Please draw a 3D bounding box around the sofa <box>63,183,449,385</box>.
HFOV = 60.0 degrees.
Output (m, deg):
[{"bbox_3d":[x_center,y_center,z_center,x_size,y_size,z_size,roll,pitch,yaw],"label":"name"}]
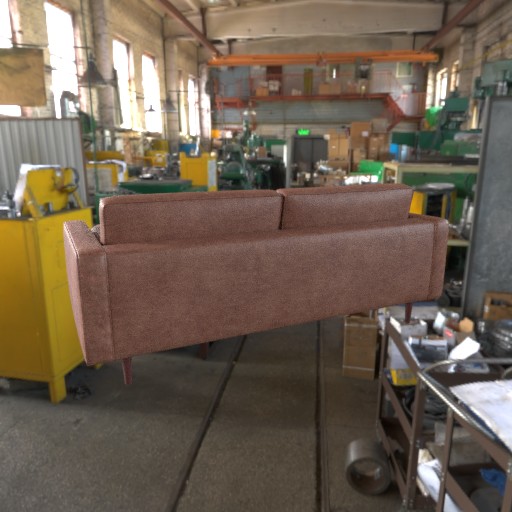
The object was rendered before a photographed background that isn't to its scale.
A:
[{"bbox_3d":[0.000,0.000,2.389,1.870,0.760,0.910,-6,15,-25],"label":"sofa"}]
